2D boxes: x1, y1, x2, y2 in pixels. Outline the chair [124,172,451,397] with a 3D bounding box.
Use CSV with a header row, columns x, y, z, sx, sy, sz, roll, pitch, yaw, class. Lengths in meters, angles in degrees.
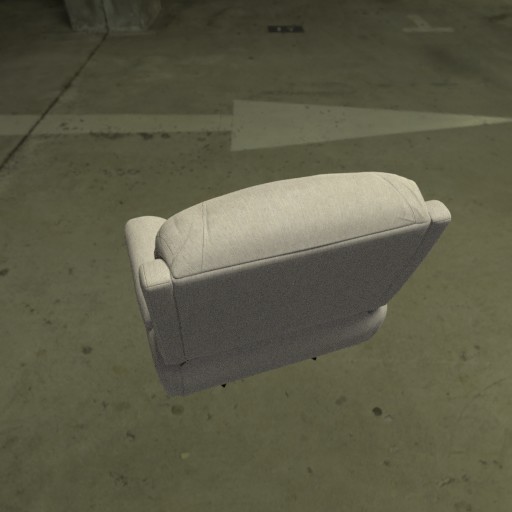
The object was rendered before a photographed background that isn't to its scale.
x,y,z,sx,sy,sz,roll,pitch,yaw,class
0.000,0.000,1.707,0.930,1.011,0.899,-13,43,-14,chair
